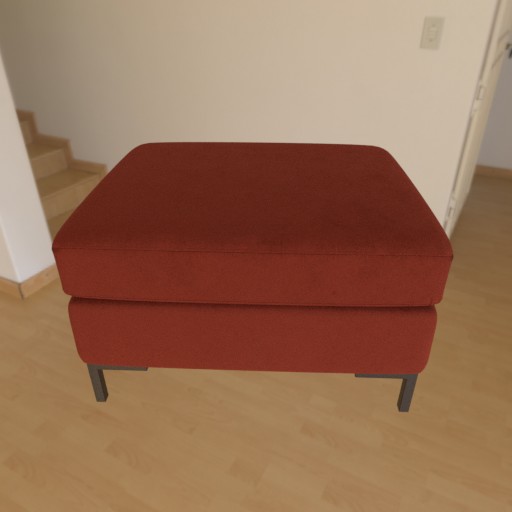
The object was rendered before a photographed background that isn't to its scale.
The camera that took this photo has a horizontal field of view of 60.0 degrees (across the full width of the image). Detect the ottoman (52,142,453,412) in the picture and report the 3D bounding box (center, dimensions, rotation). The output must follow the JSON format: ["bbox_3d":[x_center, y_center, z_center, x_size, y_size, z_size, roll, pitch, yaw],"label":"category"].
[{"bbox_3d":[0.000,0.000,1.185,0.782,0.462,0.650,1,31,2],"label":"ottoman"}]
